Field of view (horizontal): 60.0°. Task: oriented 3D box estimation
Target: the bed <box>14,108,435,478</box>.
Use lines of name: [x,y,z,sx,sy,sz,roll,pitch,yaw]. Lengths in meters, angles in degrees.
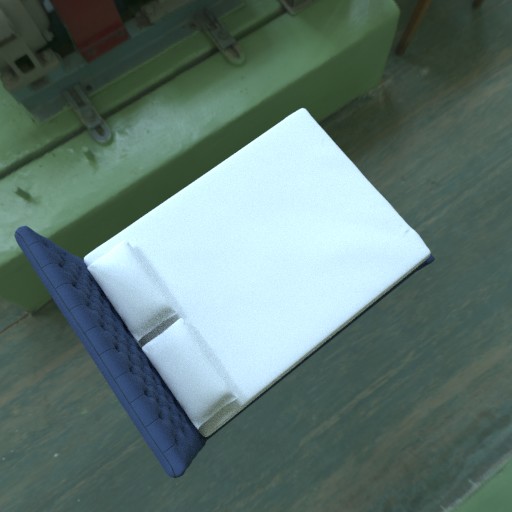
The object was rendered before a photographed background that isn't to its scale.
bed: [0.000,0.000,3.304,2.387,1.427,1.706,-36,79,-9]
